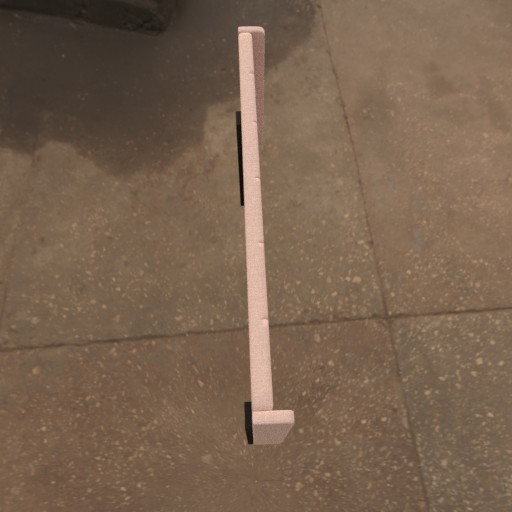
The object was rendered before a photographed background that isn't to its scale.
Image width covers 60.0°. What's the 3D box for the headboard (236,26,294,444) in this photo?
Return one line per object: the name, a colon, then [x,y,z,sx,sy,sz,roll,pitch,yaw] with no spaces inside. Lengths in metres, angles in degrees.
headboard: [0.000,0.000,2.640,0.184,1.524,2.051,-2,63,-1]
